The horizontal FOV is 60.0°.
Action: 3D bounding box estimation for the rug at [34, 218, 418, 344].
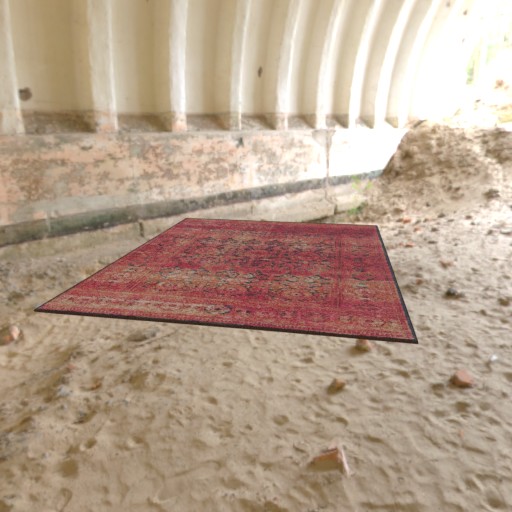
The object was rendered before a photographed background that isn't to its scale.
[{"bbox_3d":[0.000,0.000,4.108,2.411,0.020,3.032,3,17,10],"label":"rug"}]
